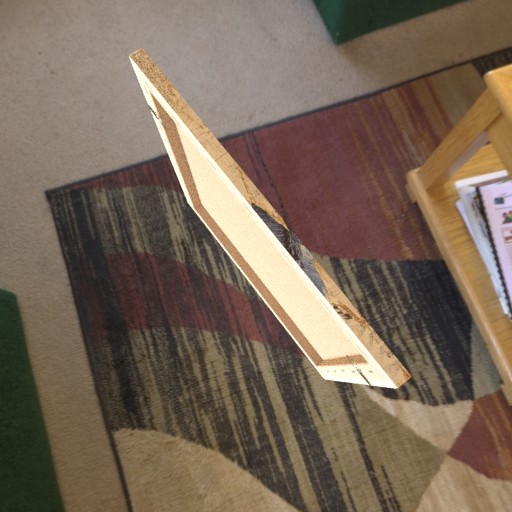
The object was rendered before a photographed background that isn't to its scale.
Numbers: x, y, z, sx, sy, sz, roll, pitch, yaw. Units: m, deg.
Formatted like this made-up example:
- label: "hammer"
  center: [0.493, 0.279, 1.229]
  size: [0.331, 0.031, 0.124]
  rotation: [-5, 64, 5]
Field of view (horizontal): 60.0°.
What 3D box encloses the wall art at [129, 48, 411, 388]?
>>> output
- label: "wall art"
  center: [0.000, 0.000, 1.355]
  size: [0.039, 0.914, 0.912]
  rotation: [-36, 78, -9]
